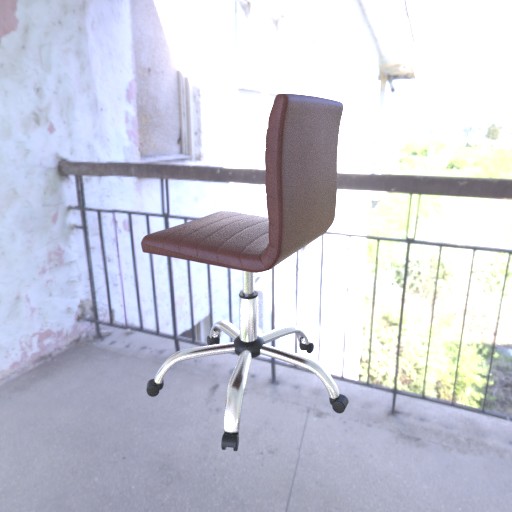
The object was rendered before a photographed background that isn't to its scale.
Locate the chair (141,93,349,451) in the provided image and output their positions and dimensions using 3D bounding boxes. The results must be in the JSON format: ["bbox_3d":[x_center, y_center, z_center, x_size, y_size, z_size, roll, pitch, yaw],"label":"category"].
[{"bbox_3d":[0.000,0.000,1.162,0.530,0.780,0.556,8,18,25],"label":"chair"}]
